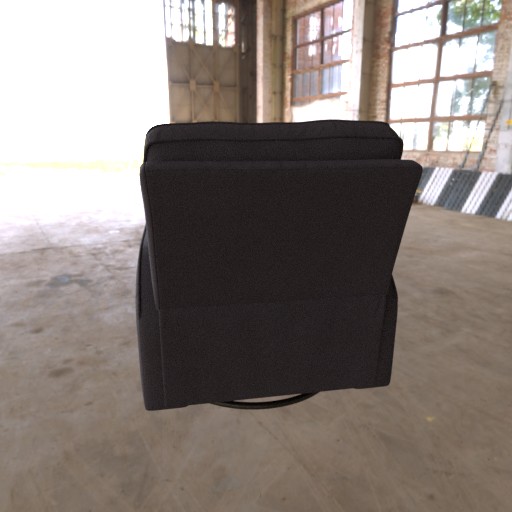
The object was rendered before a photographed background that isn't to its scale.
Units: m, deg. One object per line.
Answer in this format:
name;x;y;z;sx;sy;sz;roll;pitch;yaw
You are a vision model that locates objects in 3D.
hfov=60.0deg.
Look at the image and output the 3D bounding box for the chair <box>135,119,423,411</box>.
chair;0.000;0.000;1.665;0.861;0.962;0.964;-3;15;-10
